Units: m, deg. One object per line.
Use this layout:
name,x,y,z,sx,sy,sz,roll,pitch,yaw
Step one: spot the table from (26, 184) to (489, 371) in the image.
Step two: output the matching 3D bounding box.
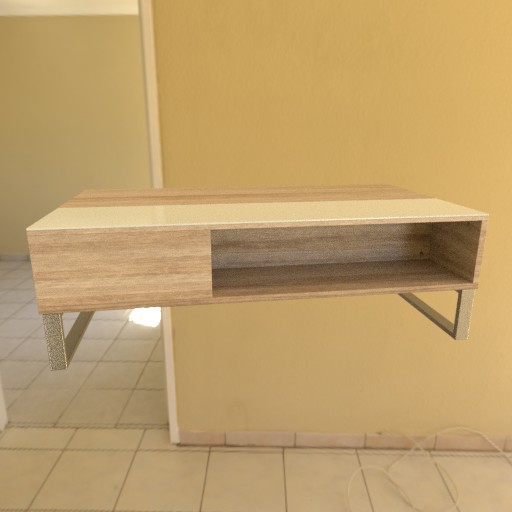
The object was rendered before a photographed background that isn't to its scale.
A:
table,0.000,0.000,1.373,1.100,0.350,0.600,-2,17,-8
